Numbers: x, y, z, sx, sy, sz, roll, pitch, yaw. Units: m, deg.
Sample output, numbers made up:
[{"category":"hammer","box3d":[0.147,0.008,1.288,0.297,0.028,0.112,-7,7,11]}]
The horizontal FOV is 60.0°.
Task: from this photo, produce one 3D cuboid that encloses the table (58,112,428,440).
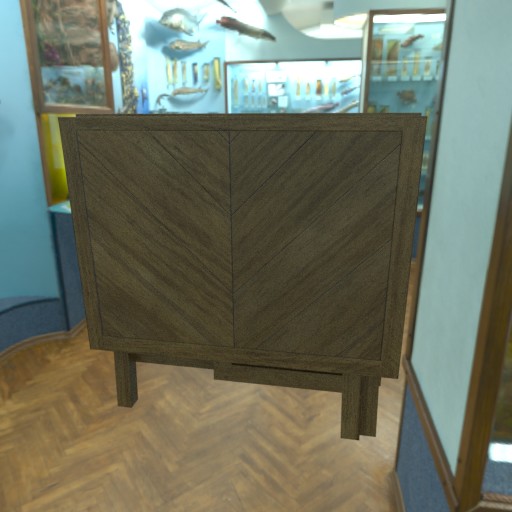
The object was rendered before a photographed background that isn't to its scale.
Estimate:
[{"category":"table","box3d":[0.000,0.000,1.259,0.746,0.763,0.591,3,17,10]}]
